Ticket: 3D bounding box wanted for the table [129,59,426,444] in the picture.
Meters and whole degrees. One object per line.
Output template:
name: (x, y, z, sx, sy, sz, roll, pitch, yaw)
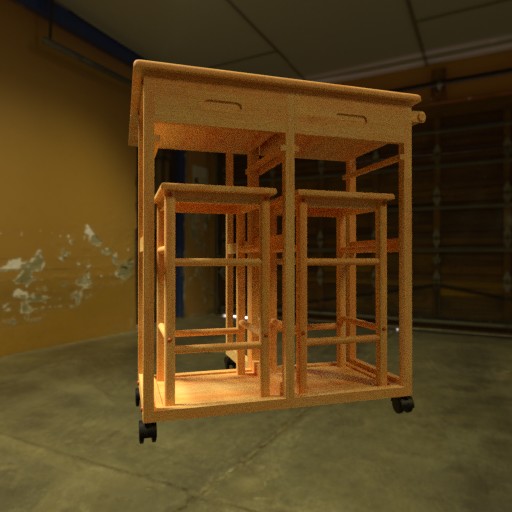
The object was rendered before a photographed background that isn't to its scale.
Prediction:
table: (0.000, 0.000, 1.376, 0.752, 0.832, 0.693, 0, 0, -17)
